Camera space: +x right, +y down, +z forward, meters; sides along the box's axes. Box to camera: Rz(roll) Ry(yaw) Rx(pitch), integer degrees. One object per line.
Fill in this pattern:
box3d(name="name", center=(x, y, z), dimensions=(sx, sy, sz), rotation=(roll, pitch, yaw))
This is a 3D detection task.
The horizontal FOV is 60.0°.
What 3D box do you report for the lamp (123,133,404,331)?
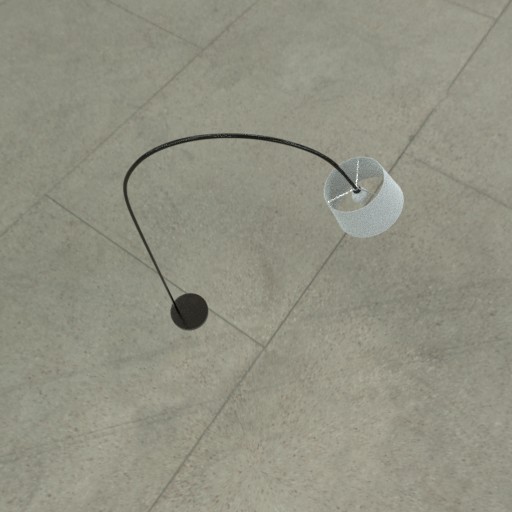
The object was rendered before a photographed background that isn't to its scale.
box3d(name="lamp", center=(0.000, 0.000, 2.623), dimensions=(1.363, 2.104, 0.331), rotation=(0, 64, 0))
